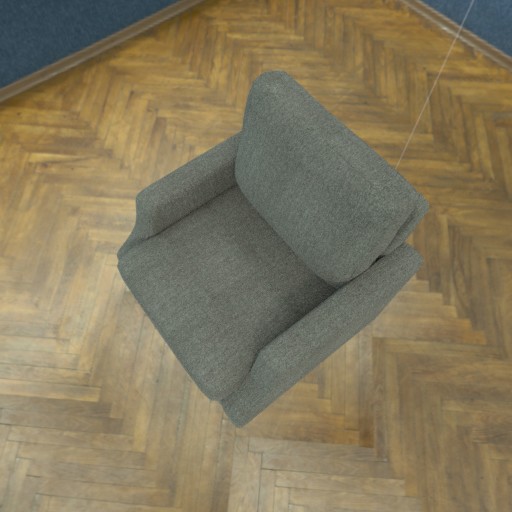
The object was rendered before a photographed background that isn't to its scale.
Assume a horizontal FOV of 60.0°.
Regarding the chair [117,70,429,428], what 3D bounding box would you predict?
[{"bbox_3d":[0.000,0.000,1.672,0.897,0.993,0.855,-35,69,-16],"label":"chair"}]
